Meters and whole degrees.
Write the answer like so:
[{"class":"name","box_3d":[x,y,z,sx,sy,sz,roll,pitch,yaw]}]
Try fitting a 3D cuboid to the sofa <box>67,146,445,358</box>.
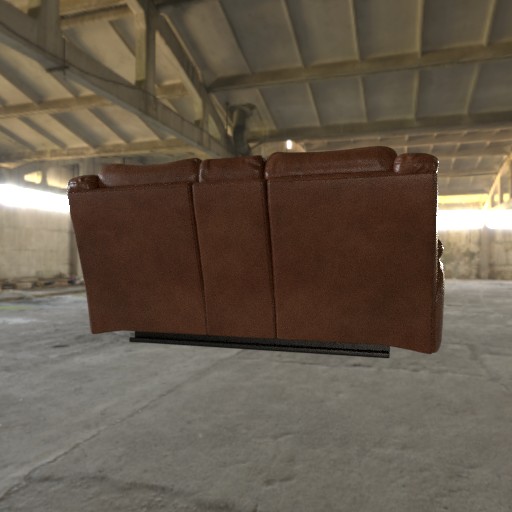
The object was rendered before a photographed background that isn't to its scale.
[{"class":"sofa","box_3d":[0.000,0.000,2.647,2.058,1.043,0.991,0,-1,17]}]
